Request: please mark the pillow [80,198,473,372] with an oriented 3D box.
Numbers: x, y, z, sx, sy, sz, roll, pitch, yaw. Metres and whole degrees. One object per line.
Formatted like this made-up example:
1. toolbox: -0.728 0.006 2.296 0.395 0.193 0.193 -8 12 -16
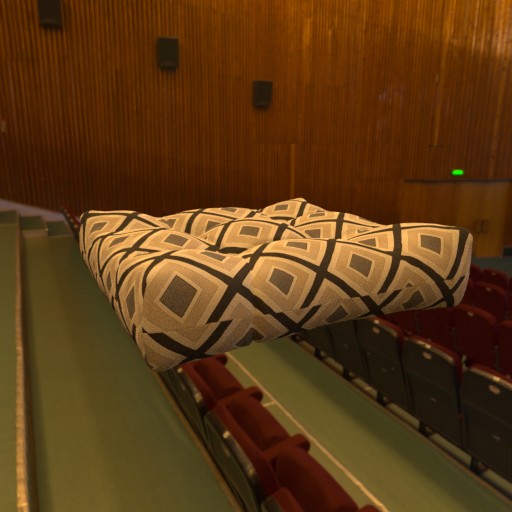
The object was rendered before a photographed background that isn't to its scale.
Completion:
1. pillow: 0.000 0.000 0.722 0.490 0.128 0.468 -7 16 -27
